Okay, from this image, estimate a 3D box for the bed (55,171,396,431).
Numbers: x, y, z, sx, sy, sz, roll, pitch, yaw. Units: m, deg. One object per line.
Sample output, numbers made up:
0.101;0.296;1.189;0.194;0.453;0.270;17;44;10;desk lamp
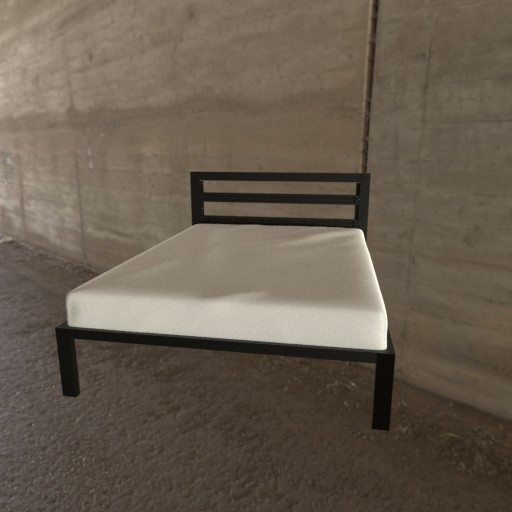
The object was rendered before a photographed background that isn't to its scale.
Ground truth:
0.000;0.000;2.883;1.524;0.967;2.062;2;14;10;bed
